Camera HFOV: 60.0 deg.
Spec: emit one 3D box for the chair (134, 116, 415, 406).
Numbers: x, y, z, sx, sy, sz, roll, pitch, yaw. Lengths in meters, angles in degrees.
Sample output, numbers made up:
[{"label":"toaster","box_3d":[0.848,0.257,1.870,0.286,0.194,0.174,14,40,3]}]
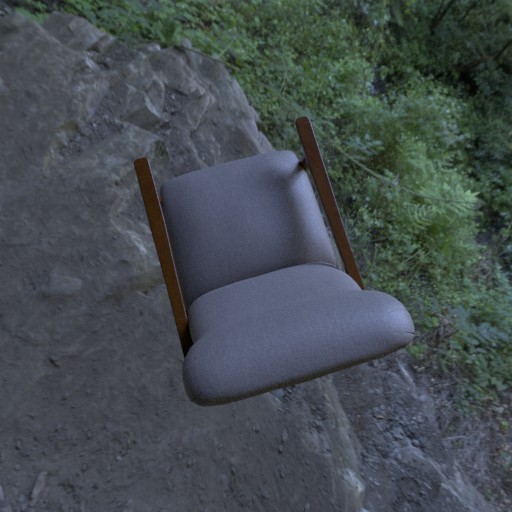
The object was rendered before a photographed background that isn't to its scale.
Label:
[{"label":"chair","box_3d":[0.000,0.000,1.805,0.762,1.082,1.032,-16,74,-5]}]
